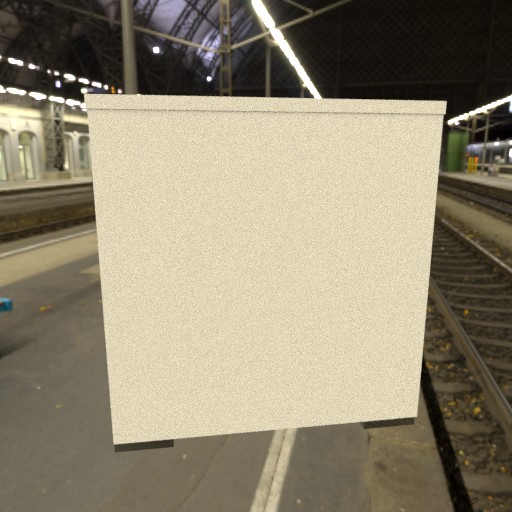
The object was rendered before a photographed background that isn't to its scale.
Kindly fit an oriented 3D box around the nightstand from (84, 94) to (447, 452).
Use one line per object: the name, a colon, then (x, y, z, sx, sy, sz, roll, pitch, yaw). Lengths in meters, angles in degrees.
nightstand: (0.000, 0.000, 0.738, 0.441, 0.460, 0.325, -2, 13, -8)
